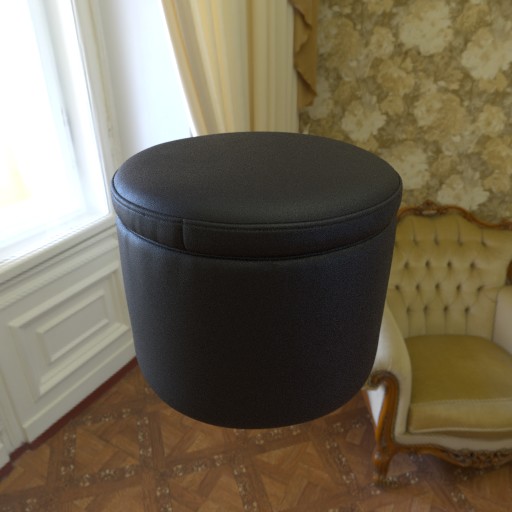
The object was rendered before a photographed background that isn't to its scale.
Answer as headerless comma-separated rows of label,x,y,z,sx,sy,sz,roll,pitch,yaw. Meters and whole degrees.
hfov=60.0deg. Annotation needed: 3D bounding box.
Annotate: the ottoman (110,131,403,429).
ottoman,0.000,0.000,0.861,0.501,0.409,0.501,0,27,0
